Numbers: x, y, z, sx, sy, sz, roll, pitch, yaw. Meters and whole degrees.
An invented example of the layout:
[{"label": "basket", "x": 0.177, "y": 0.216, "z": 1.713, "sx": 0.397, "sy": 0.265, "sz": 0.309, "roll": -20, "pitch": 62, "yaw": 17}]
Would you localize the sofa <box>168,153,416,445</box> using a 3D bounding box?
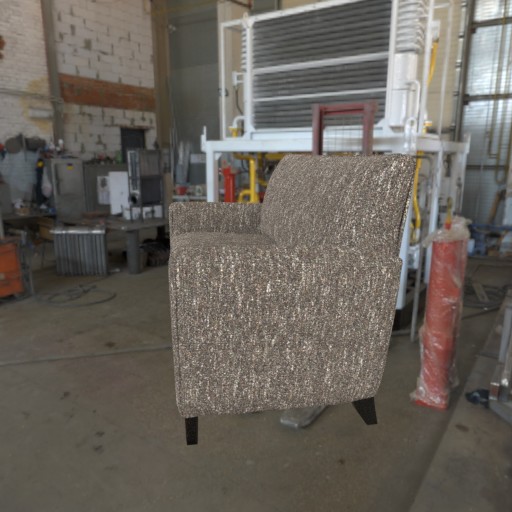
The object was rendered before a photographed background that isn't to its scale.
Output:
[{"label": "sofa", "x": 0.000, "y": 0.000, "z": 2.089, "sx": 0.801, "sy": 0.946, "sz": 1.519, "roll": -2, "pitch": 13, "yaw": -11}]
